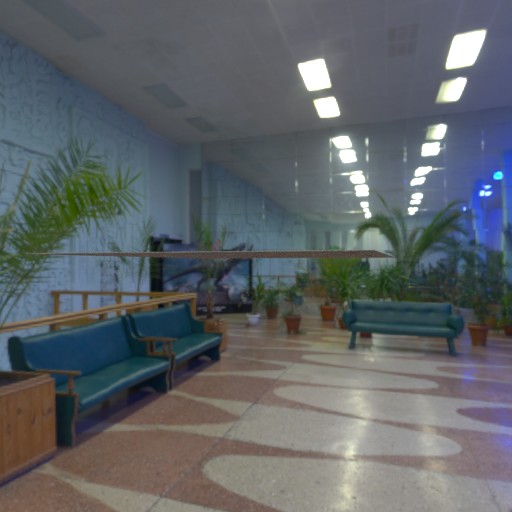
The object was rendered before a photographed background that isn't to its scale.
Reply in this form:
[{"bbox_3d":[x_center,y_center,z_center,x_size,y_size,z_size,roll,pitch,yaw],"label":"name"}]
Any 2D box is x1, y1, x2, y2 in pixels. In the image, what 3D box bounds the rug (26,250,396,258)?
[{"bbox_3d":[0.000,0.000,4.201,2.425,0.008,3.035,0,-1,20],"label":"rug"}]
